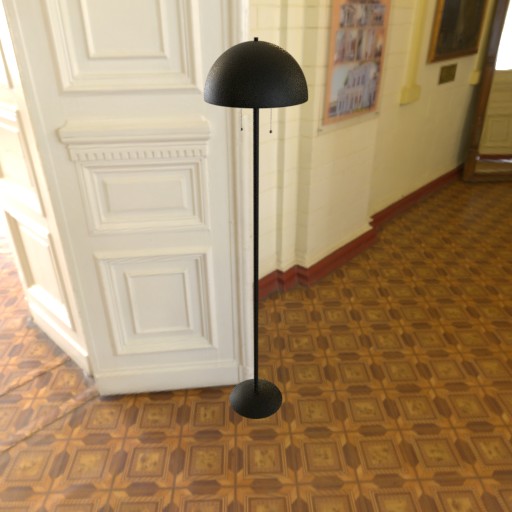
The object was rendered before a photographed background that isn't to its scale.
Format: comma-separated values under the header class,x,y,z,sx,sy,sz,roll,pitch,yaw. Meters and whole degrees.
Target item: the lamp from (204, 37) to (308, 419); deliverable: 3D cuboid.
class,x,y,z,sx,sy,sz,roll,pitch,yaw
lamp,0.000,0.000,1.671,0.328,1.480,0.328,-1,29,-2
